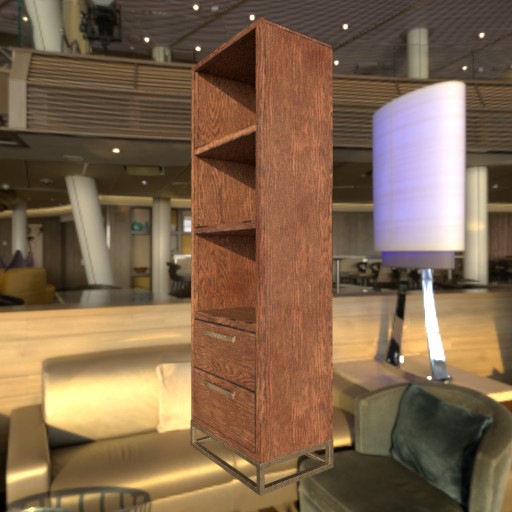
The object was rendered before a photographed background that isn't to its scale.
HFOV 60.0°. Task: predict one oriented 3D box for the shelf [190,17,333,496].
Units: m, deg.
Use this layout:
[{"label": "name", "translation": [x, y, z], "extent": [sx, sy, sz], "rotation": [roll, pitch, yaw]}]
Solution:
[{"label": "shelf", "translation": [0.000, 0.000, 1.920], "extent": [0.395, 1.732, 0.539], "rotation": [0, 0, -36]}]
